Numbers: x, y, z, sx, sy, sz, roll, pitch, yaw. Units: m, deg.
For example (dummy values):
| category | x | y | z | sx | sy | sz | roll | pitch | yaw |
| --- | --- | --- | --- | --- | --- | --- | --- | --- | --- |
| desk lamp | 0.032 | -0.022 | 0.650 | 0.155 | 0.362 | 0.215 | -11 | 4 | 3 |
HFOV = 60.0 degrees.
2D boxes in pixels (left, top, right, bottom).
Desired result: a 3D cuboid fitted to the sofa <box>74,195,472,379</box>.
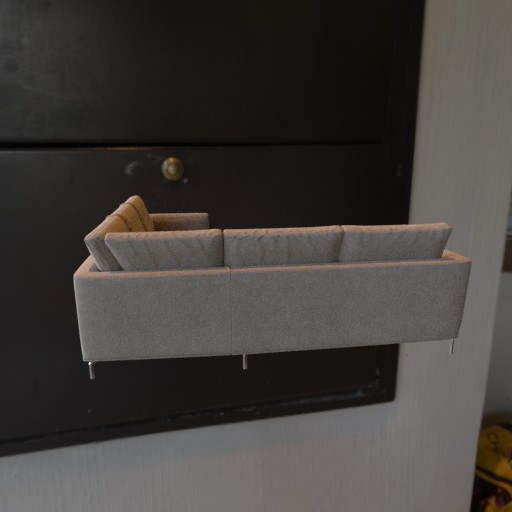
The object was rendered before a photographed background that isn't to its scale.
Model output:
| category | x | y | z | sx | sy | sz | roll | pitch | yaw |
| --- | --- | --- | --- | --- | --- | --- | --- | --- | --- |
| sofa | 0.000 | 0.000 | 3.789 | 2.438 | 0.864 | 2.438 | -2 | 14 | -9 |
